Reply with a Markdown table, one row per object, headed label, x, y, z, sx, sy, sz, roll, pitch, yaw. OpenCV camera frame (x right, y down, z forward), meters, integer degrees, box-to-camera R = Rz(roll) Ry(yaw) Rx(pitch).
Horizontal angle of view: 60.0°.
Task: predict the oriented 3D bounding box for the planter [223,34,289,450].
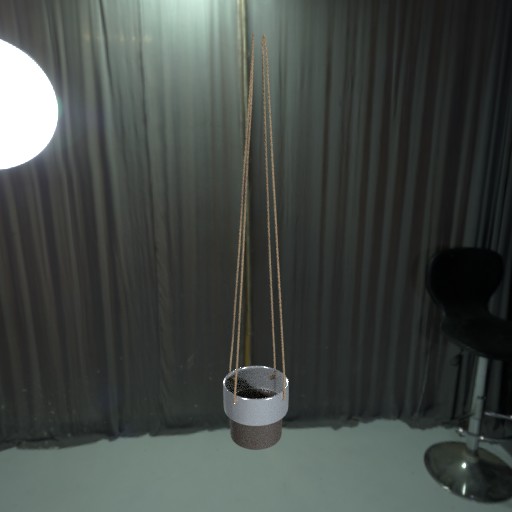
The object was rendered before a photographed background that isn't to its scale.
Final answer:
| label | x | y | z | sx | sy | sz | roll | pitch | yaw |
| --- | --- | --- | --- | --- | --- | --- | --- | --- | --- |
| planter | 0.000 | 0.000 | 1.170 | 0.187 | 1.073 | 0.187 | -2 | 14 | -8 |
